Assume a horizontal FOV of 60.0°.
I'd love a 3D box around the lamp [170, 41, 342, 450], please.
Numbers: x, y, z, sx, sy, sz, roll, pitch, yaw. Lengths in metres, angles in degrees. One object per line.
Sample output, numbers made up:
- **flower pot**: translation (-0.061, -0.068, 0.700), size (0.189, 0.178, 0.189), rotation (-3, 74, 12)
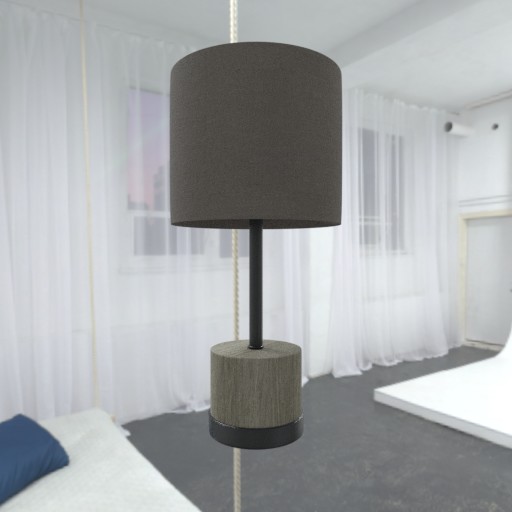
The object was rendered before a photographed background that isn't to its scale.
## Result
- **lamp**: translation (0.000, 0.000, 0.599), size (0.229, 0.470, 0.229), rotation (0, 1, 35)
